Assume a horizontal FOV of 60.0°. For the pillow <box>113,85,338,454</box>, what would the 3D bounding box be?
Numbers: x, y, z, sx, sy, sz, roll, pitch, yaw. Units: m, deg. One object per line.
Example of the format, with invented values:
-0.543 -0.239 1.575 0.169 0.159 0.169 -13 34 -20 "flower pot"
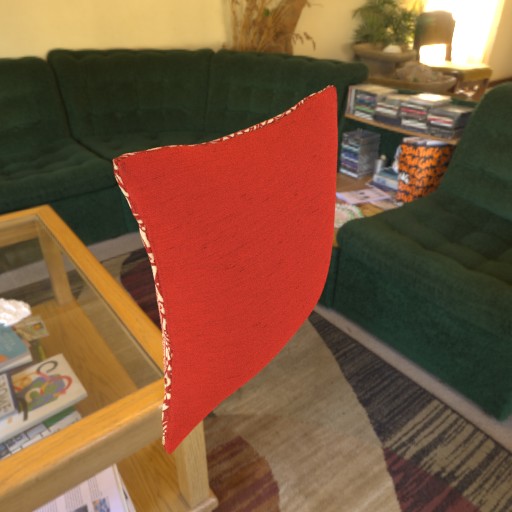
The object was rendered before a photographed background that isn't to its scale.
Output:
0.000 0.000 0.654 0.162 0.419 0.438 20 36 29 "pillow"
